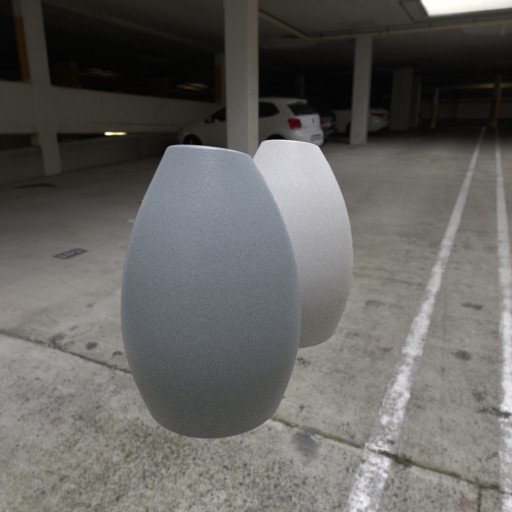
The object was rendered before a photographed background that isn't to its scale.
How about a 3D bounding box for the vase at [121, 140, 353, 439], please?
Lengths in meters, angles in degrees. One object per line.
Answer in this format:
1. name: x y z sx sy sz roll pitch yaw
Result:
1. vase: 0.000 0.000 0.262 0.089 0.131 0.187 8 18 26
